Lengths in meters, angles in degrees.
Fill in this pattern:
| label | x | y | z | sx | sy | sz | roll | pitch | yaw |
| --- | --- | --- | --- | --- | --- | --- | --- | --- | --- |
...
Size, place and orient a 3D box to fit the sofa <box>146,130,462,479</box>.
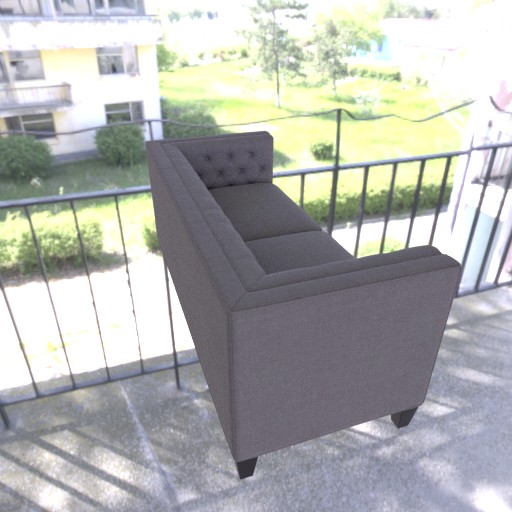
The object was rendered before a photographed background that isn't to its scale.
| label | x | y | z | sx | sy | sz | roll | pitch | yaw |
| --- | --- | --- | --- | --- | --- | --- | --- | --- | --- |
| sofa | 0.000 | 0.000 | 2.192 | 0.775 | 0.762 | 1.778 | -10 | 31 | -17 |
